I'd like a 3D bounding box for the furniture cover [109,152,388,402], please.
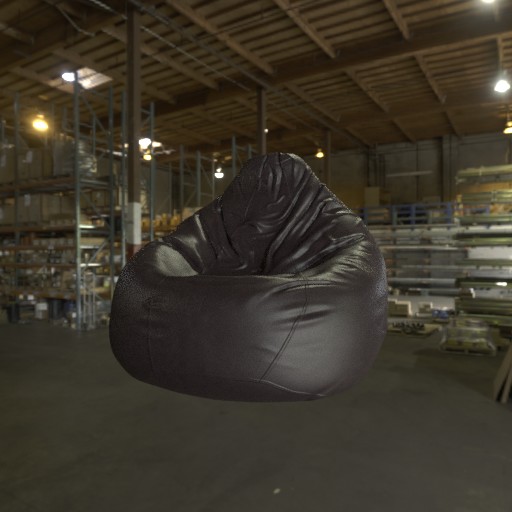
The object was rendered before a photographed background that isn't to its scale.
[{"bbox_3d":[0.000,0.000,1.884,1.070,0.990,1.070,0,0,18],"label":"furniture cover"}]
